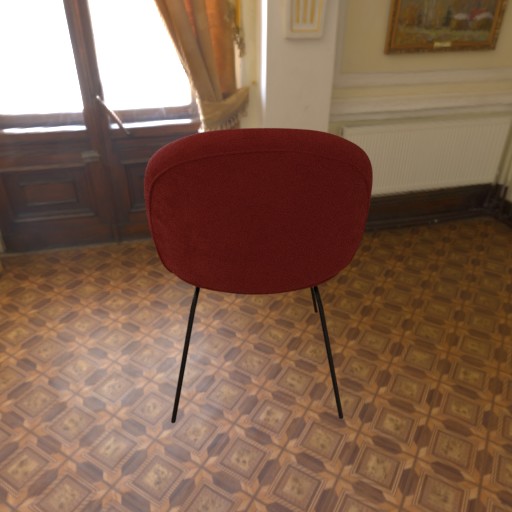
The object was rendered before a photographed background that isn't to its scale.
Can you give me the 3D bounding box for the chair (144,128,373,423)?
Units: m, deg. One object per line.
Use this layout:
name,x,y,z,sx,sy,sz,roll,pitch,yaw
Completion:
chair,0.000,0.000,1.124,0.458,0.791,0.587,-1,31,-2
